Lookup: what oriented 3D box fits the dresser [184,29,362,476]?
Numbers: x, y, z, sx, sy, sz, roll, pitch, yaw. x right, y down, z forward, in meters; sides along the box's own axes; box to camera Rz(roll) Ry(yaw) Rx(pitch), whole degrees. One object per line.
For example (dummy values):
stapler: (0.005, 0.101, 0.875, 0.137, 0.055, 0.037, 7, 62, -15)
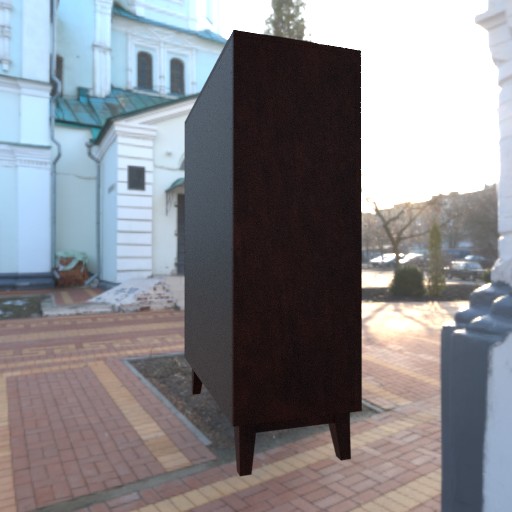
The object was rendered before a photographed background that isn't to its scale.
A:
dresser: (0.000, 0.000, 2.067, 0.506, 1.514, 1.072, 0, 0, -18)
